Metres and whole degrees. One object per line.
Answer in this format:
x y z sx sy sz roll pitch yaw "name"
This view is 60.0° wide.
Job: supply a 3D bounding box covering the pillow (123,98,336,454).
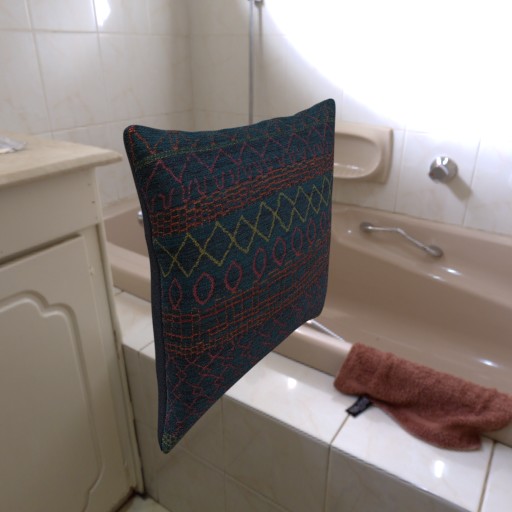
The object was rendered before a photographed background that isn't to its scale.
0.000 0.000 0.667 0.141 0.431 0.431 17 30 32 "pillow"
